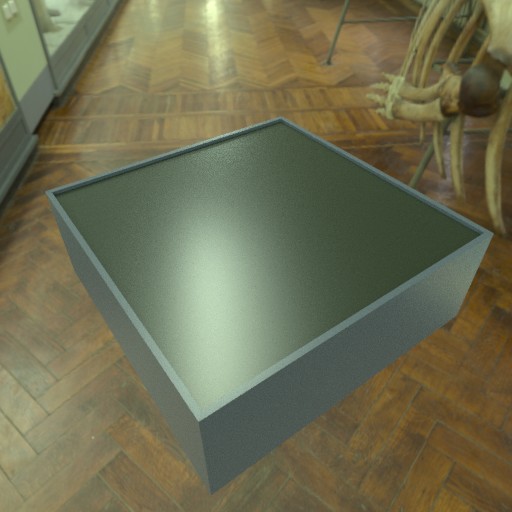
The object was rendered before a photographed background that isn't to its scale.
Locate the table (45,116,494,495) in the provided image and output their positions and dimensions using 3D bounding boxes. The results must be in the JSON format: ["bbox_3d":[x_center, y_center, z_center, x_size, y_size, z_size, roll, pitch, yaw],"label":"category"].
[{"bbox_3d":[0.000,0.000,1.207,0.801,0.299,0.801,-26,47,-26],"label":"table"}]
